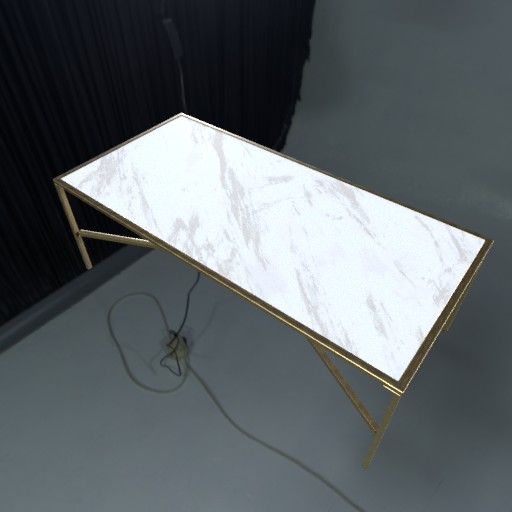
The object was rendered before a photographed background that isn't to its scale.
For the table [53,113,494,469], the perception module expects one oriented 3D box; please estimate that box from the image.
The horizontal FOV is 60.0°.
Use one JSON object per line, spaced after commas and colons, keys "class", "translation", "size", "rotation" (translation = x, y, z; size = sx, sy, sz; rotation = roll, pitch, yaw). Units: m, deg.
{"class": "table", "translation": [0.000, 0.000, 1.449], "size": [1.197, 0.405, 0.577], "rotation": [29, 51, 26]}
